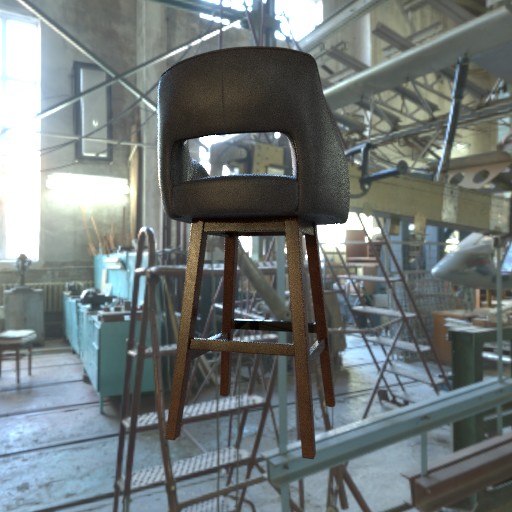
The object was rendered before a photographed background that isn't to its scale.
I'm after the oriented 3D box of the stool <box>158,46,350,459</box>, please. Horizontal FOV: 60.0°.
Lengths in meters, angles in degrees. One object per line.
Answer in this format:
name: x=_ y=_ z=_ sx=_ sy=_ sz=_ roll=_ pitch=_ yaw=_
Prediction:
stool: x=0.000 y=0.000 z=1.367 sx=0.550 sy=1.041 sz=0.560 roll=0 pitch=0 yaw=17
